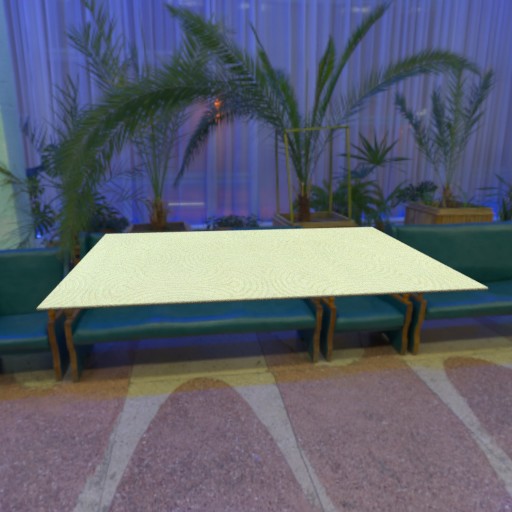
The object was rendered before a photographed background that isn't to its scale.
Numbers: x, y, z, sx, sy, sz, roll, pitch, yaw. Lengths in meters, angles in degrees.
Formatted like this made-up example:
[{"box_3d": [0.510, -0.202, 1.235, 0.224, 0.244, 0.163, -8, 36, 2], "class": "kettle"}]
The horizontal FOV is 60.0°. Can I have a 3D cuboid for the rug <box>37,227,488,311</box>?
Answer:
[{"box_3d": [0.000, 0.000, 2.798, 2.132, 0.015, 1.526, -2, 15, -7], "class": "rug"}]
